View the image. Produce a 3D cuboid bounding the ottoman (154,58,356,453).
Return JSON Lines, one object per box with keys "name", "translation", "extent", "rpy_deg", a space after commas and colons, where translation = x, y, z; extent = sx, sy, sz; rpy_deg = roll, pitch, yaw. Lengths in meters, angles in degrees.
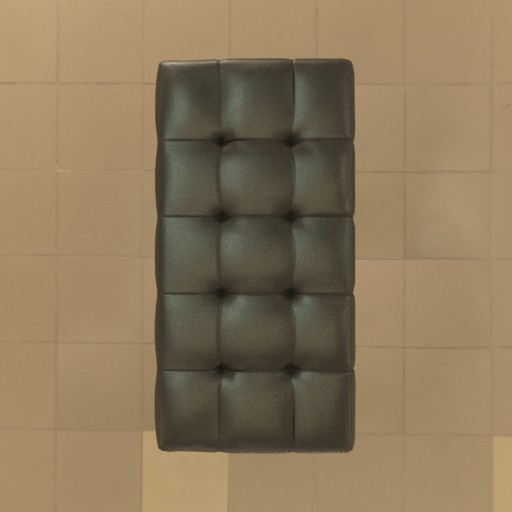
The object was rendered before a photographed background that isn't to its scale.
{"name": "ottoman", "translation": [0.000, 0.000, 1.136], "extent": [0.432, 0.470, 0.838], "rpy_deg": [0, 90, 1]}
